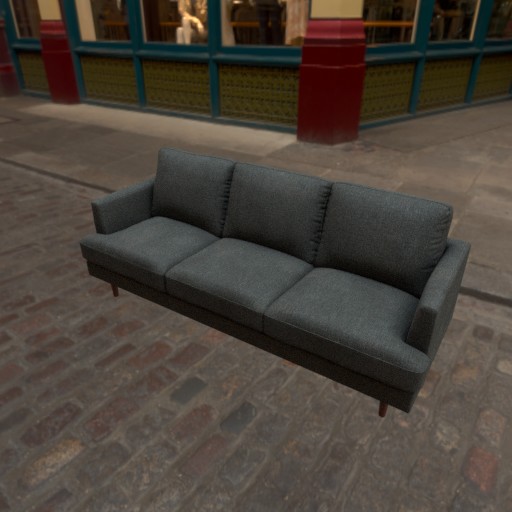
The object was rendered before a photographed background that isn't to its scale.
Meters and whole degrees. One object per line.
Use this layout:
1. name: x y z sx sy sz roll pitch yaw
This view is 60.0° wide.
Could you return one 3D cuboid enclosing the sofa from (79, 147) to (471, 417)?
1. sofa: 0.000 0.000 2.695 2.246 0.930 0.903 18 34 29
